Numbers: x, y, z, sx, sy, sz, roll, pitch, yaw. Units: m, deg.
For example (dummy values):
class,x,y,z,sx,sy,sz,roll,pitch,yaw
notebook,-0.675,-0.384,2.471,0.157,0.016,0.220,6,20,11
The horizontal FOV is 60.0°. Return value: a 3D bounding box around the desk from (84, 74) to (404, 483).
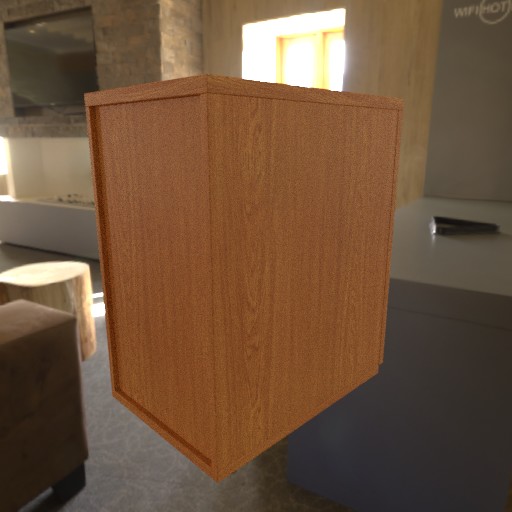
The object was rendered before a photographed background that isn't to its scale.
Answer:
class,x,y,z,sx,sy,sz,roll,pitch,yaw
desk,0.000,0.000,1.074,0.600,0.730,0.404,-14,20,-43
